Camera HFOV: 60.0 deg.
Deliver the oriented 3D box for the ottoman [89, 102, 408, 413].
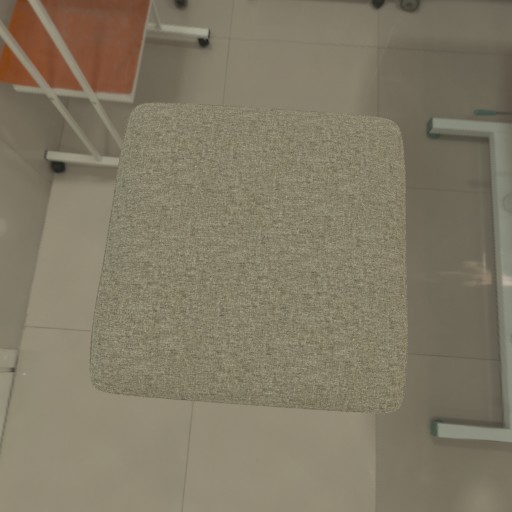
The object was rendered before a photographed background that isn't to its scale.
[{"bbox_3d":[0.000,0.000,1.656,1.035,0.526,1.039,4,76,1],"label":"ottoman"}]
